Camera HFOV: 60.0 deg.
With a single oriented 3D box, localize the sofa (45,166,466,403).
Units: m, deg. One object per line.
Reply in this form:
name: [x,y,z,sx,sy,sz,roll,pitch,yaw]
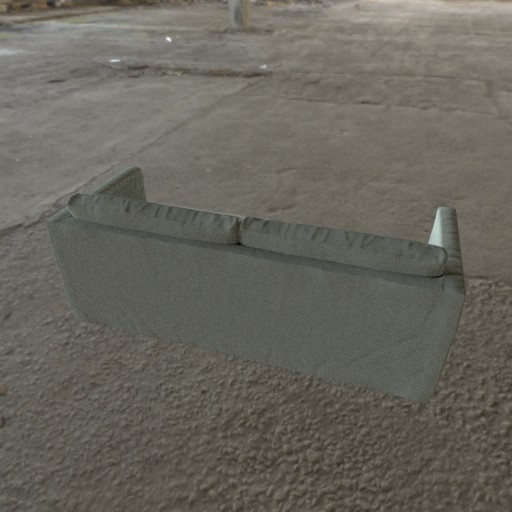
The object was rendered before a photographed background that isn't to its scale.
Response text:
sofa: [0.000,0.000,2.790,2.312,0.853,0.962,10,34,15]
